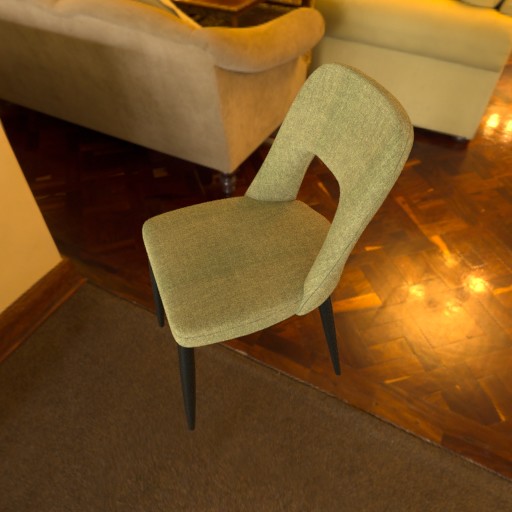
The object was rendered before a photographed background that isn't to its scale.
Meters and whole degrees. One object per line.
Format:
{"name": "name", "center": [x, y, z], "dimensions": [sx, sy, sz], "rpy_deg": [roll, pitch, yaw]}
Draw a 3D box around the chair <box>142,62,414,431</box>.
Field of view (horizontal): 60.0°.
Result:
{"name": "chair", "center": [0.000, 0.000, 1.263], "dimensions": [0.612, 0.931, 0.470], "rpy_deg": [-16, 48, -15]}
